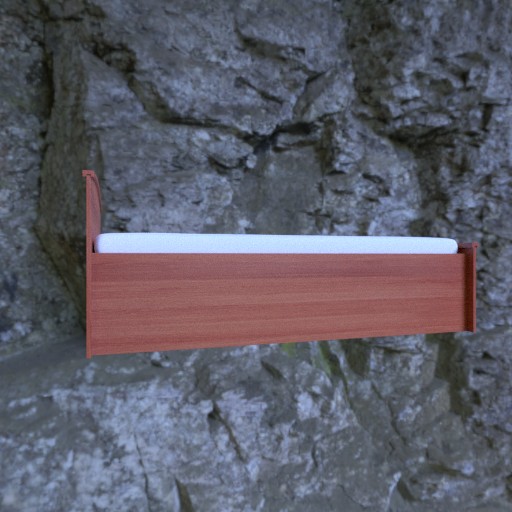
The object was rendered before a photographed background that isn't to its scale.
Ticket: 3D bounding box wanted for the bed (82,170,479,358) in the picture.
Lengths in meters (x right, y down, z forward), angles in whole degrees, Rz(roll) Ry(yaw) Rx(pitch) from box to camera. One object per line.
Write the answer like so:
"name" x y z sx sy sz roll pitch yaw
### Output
"bed" 0.000 0.000 2.944 2.053 0.848 1.683 0 0 -18
